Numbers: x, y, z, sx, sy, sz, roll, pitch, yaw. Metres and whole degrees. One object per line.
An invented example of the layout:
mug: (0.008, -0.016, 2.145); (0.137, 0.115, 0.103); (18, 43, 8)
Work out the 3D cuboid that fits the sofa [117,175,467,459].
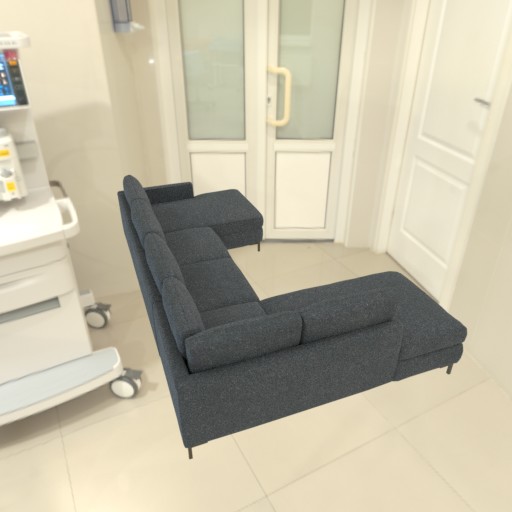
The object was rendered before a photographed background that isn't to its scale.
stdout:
sofa: (0.000, 0.000, 3.879); (2.007, 0.813, 2.956); (-11, 32, -18)
